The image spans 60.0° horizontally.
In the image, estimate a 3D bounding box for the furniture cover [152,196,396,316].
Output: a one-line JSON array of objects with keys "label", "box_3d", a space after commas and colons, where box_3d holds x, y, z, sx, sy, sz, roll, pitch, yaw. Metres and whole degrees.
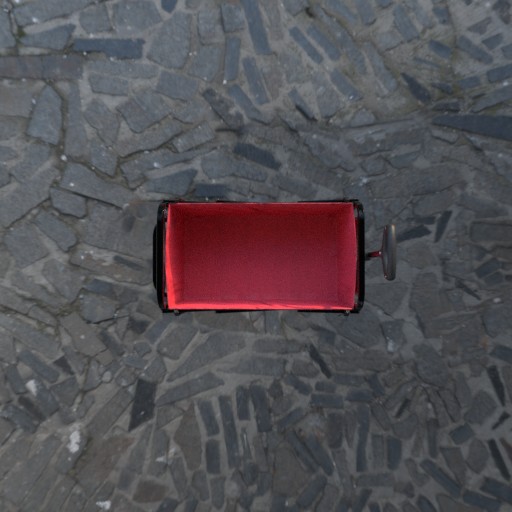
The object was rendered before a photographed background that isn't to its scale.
[{"label": "furniture cover", "box_3d": [0.000, 0.000, 1.817, 1.038, 1.295, 0.532, 0, 89, 1]}]
